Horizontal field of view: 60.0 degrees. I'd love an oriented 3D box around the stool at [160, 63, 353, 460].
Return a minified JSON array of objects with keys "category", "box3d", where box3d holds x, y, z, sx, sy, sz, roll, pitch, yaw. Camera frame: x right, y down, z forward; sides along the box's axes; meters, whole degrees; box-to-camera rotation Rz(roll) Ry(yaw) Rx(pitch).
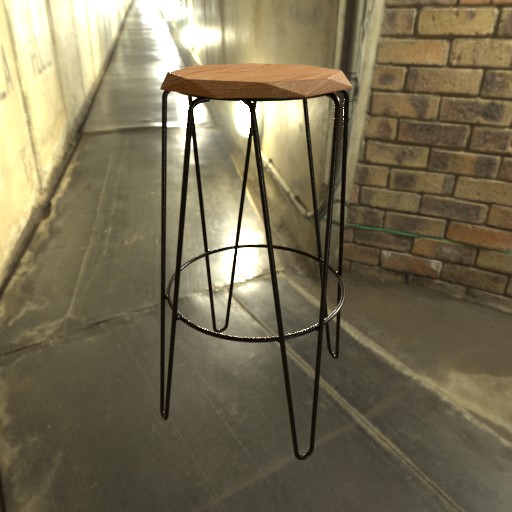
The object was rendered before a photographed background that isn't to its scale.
[{"category":"stool","box3d":[0.000,0.000,0.788,0.326,0.610,0.326,9,30,17]}]
